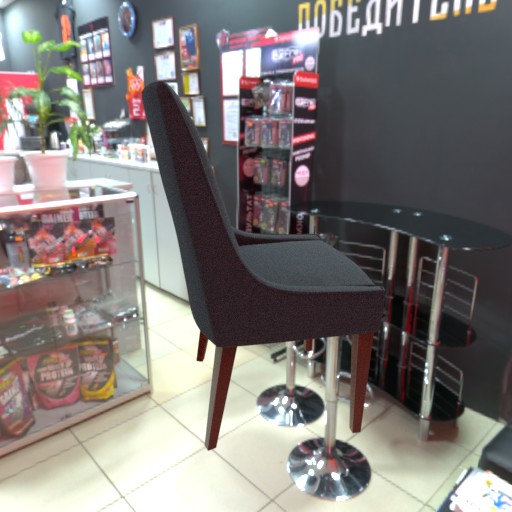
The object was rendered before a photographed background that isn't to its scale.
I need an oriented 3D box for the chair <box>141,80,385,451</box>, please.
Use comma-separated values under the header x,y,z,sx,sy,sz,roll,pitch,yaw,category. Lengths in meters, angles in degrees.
x,y,z,sx,sy,sz,roll,pitch,yaw,category
0.000,0.000,1.205,0.544,0.861,0.529,-3,17,-10,chair
